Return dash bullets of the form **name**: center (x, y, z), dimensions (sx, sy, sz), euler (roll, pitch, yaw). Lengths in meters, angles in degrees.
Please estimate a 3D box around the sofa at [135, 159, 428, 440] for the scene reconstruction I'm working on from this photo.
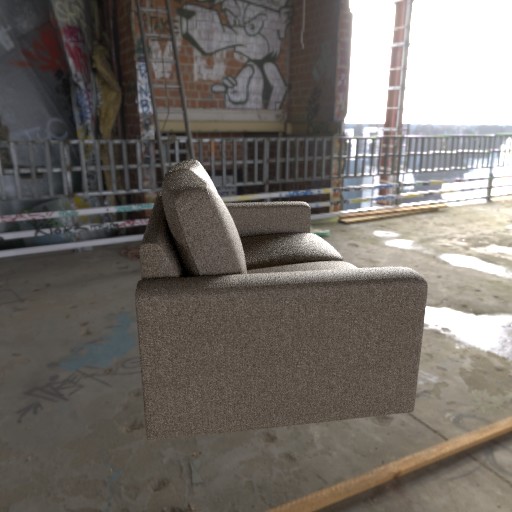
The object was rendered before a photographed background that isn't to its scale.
- **sofa**: center (0.000, 0.000, 2.224), dimensions (1.016, 0.873, 1.616), euler (-3, 17, -9)
